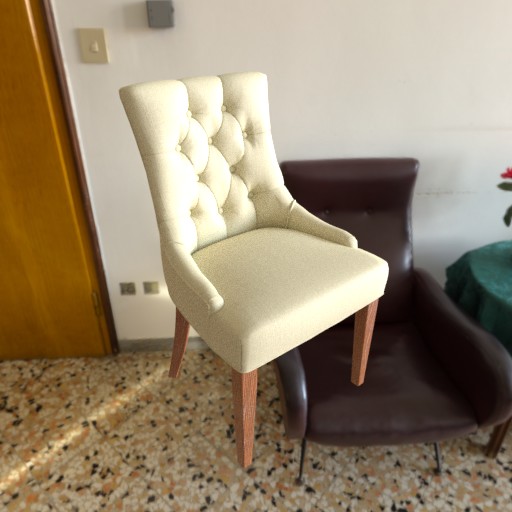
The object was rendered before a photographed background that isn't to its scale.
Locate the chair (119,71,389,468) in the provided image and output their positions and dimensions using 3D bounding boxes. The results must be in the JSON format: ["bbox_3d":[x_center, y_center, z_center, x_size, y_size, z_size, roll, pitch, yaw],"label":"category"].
[{"bbox_3d":[0.000,0.000,1.215,0.509,0.874,0.565,-22,36,-33],"label":"chair"}]
